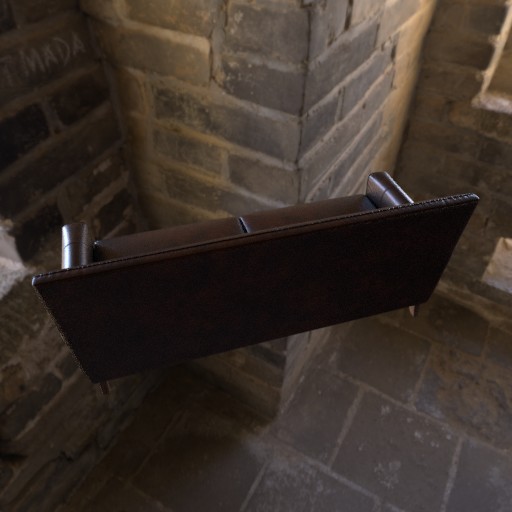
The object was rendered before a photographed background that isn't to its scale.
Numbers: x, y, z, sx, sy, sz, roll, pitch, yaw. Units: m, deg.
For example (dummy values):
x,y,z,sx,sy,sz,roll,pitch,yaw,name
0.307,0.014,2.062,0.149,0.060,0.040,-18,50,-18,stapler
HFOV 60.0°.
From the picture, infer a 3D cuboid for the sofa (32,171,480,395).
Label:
x,y,z,sx,sy,sz,roll,pitch,yaw,name
0.000,0.000,2.442,1.995,0.871,0.786,-11,42,-13,sofa
